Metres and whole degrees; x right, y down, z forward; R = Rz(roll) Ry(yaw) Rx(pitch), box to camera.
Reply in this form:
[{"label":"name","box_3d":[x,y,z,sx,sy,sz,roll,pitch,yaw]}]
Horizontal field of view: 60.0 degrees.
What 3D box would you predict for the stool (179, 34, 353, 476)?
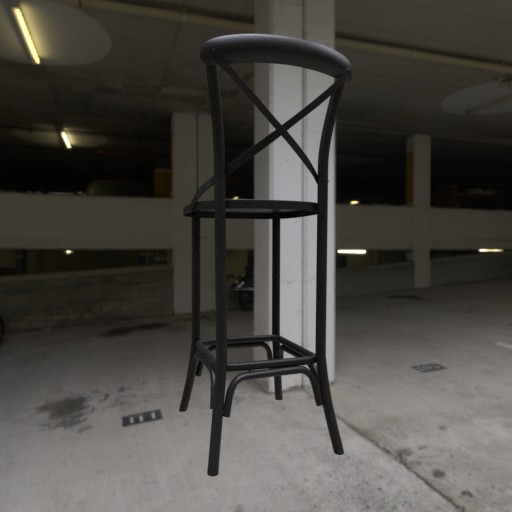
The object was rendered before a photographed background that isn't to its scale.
[{"label":"stool","box_3d":[0.000,0.000,1.454,0.457,1.168,0.584,0,1,-18]}]
